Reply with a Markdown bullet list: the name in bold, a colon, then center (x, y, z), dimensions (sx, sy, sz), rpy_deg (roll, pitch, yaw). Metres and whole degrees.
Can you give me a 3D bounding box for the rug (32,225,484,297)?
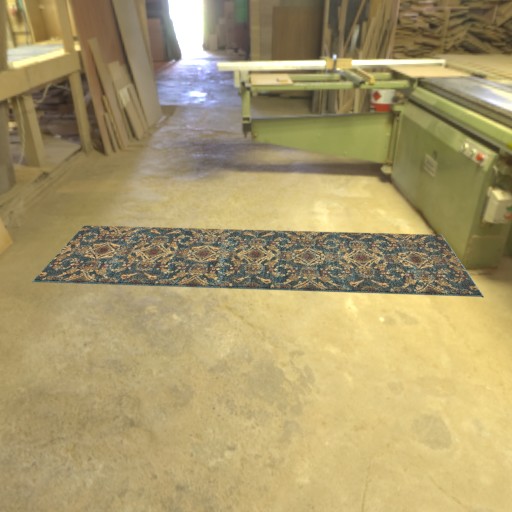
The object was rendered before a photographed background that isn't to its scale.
- **rug**: center (0.000, 0.000, 2.539), dimensions (2.292, 0.014, 0.685), rpy_deg (2, 29, 3)
